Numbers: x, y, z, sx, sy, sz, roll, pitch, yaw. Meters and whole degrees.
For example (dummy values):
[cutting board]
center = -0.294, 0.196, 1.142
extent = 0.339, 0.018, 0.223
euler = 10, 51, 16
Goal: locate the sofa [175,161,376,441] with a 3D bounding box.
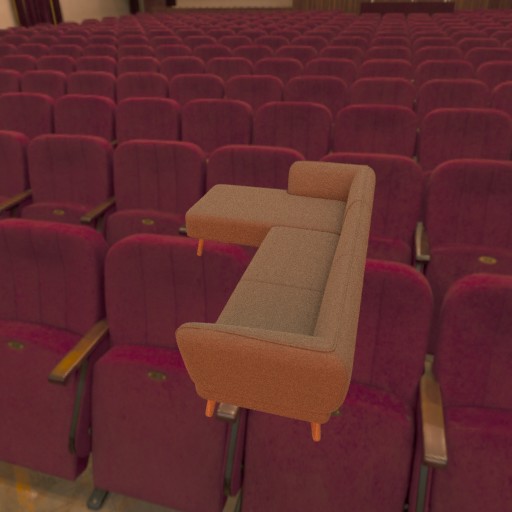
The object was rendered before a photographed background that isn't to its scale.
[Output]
[sofa]
center = 0.000, 0.000, 3.205
extent = 1.532, 0.693, 2.653
euler = 8, 30, 14
